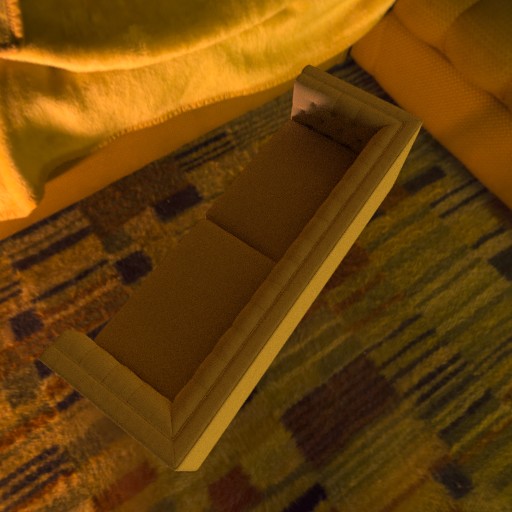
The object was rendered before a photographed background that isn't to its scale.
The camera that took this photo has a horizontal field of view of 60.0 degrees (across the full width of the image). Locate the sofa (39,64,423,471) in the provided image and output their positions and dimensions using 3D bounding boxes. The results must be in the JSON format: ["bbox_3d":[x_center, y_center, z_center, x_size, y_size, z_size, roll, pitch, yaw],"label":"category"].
[{"bbox_3d":[0.000,0.000,2.511,0.775,0.762,2.159,32,68,15],"label":"sofa"}]
